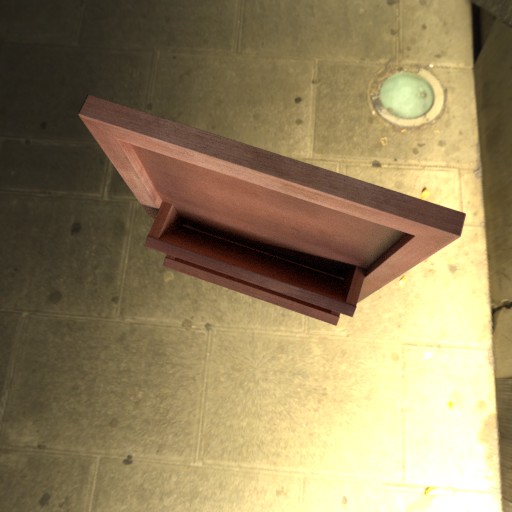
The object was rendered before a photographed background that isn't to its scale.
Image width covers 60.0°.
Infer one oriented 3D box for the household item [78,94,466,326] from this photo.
[{"bbox_3d":[0.000,0.000,0.532,0.310,0.407,0.067,19,77,5],"label":"household item"}]
